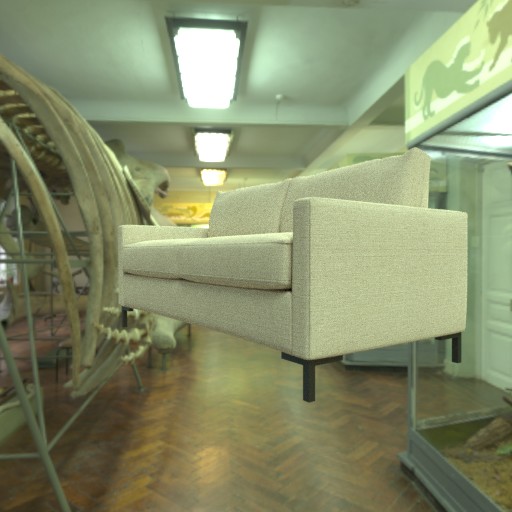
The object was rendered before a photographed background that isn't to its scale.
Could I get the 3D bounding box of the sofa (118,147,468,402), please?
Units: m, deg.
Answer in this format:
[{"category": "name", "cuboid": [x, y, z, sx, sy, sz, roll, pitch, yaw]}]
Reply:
[{"category": "sofa", "cuboid": [0.000, 0.000, 2.101, 0.839, 0.812, 1.651, 0, 1, -36]}]
